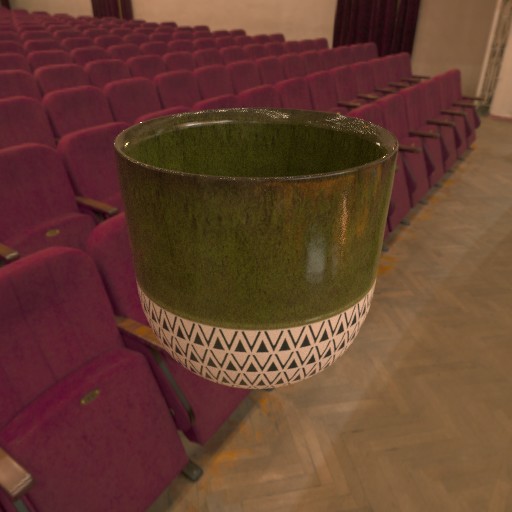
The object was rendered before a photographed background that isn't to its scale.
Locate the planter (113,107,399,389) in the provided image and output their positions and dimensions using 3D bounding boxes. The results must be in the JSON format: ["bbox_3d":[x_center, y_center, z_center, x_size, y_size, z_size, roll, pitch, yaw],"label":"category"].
[{"bbox_3d":[0.000,0.000,0.492,0.266,0.270,0.266,0,29,0],"label":"planter"}]
